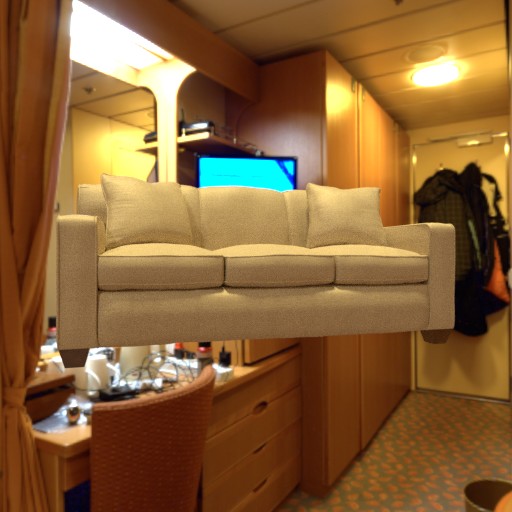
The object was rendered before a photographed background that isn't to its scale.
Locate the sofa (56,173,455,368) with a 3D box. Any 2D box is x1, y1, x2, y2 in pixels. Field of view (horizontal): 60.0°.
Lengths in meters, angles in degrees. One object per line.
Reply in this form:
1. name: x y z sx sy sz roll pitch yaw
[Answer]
1. sofa: 0.000 0.000 2.570 2.024 0.958 0.997 0 0 -16
